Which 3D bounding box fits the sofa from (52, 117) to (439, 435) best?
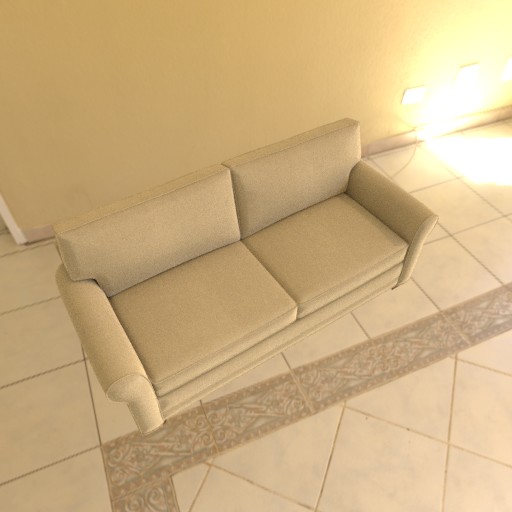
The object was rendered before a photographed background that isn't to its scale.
[{"bbox_3d":[0.000,0.000,2.668,2.146,0.962,0.901,-25,52,-22],"label":"sofa"}]
